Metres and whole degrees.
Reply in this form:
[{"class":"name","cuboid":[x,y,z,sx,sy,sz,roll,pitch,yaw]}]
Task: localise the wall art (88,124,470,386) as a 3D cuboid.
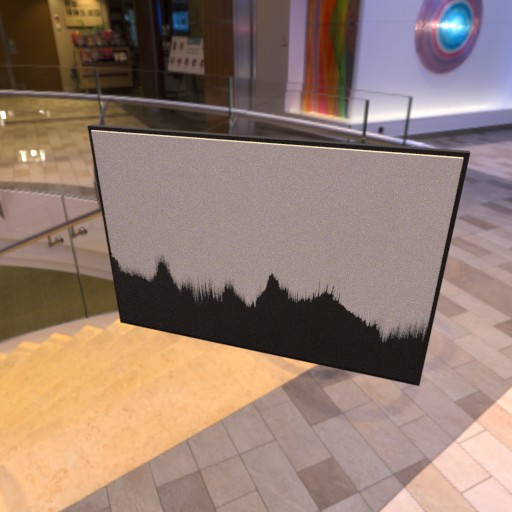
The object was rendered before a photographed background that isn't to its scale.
[{"class":"wall art","cuboid":[0.000,0.000,1.518,1.190,0.805,0.028,8,28,16]}]
